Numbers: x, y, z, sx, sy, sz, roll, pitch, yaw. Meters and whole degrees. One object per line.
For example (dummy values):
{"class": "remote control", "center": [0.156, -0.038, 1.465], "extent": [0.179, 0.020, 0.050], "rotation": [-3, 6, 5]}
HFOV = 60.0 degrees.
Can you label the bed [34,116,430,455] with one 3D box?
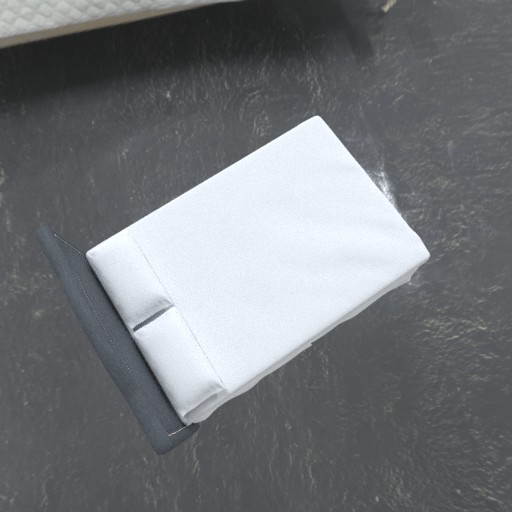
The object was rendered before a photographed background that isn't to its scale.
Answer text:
{"class": "bed", "center": [0.000, 0.000, 3.572], "extent": [2.507, 1.441, 1.747], "rotation": [-33, 77, -9]}
